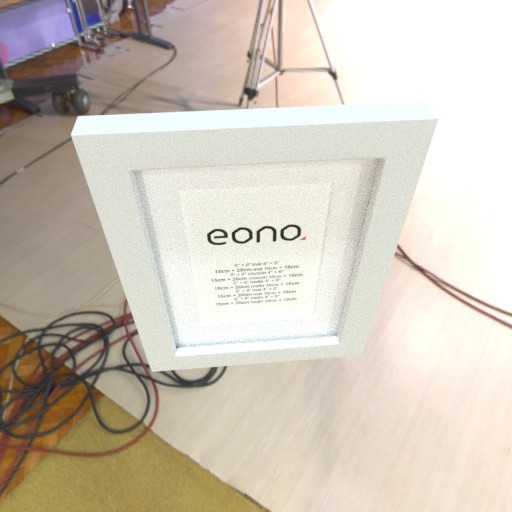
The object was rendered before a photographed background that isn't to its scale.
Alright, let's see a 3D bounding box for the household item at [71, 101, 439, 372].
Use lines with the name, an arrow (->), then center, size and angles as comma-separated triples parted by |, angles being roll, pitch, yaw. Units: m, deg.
household item -> 0.000, 0.000, 0.345 | 0.200, 0.250, 0.045 | -4, 47, -3
